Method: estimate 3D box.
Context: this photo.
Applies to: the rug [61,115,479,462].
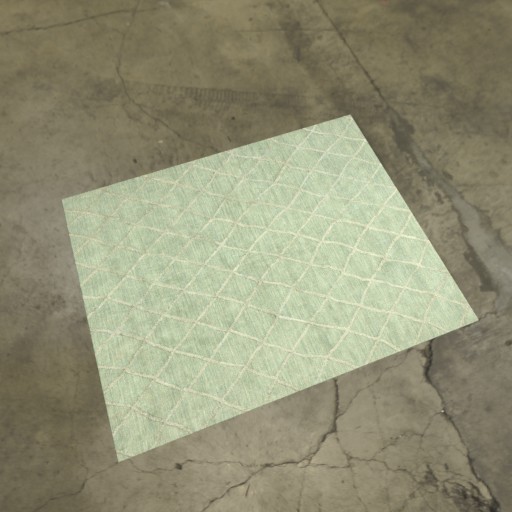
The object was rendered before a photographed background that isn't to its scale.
[{"bbox_3d":[0.000,0.000,3.943,3.039,0.019,2.420,-19,65,-9],"label":"rug"}]
